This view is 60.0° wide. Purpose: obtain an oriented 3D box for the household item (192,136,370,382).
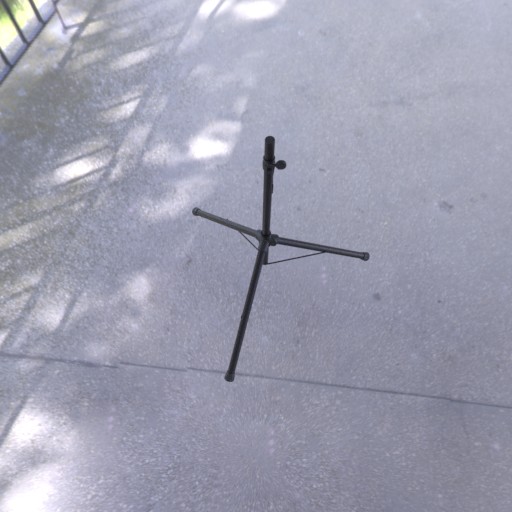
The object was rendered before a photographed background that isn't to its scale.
[{"bbox_3d":[0.000,0.000,1.872,1.045,1.136,0.907,17,66,8],"label":"household item"}]
